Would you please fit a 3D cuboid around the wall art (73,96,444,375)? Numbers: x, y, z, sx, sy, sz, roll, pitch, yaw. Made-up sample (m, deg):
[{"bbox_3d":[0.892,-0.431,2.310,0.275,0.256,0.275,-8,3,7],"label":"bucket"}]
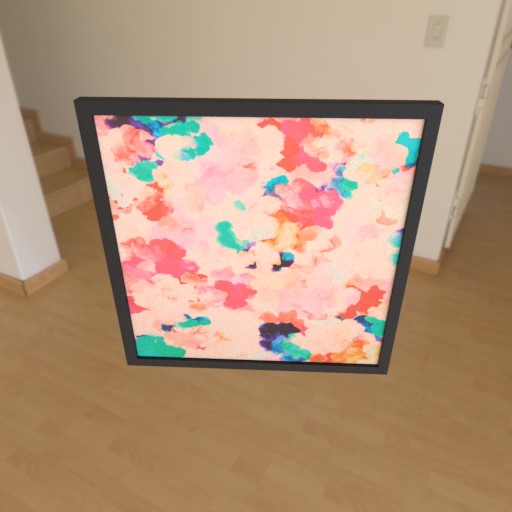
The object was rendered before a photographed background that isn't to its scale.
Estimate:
[{"bbox_3d":[0.000,0.000,0.450,0.306,0.304,0.015,1,31,2],"label":"wall art"}]
